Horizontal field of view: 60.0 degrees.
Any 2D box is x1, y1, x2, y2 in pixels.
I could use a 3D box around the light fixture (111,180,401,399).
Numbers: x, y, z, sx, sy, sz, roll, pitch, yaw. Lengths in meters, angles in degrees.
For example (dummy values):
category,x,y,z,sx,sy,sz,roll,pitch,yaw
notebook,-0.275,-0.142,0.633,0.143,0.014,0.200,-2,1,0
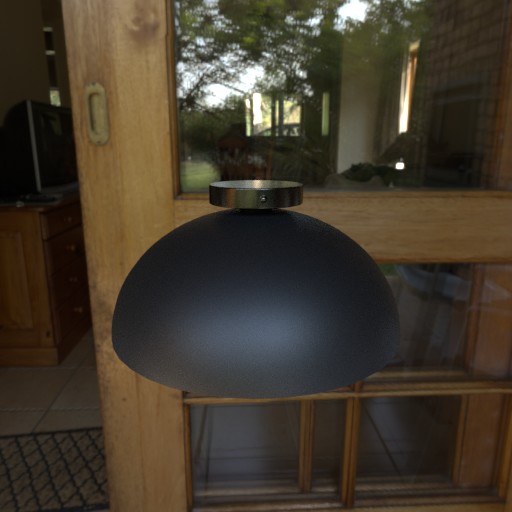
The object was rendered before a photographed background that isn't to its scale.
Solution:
category,x,y,z,sx,sy,sz,roll,pitch,yaw
light fixture,0.000,0.000,0.550,0.355,0.177,0.355,0,14,0
